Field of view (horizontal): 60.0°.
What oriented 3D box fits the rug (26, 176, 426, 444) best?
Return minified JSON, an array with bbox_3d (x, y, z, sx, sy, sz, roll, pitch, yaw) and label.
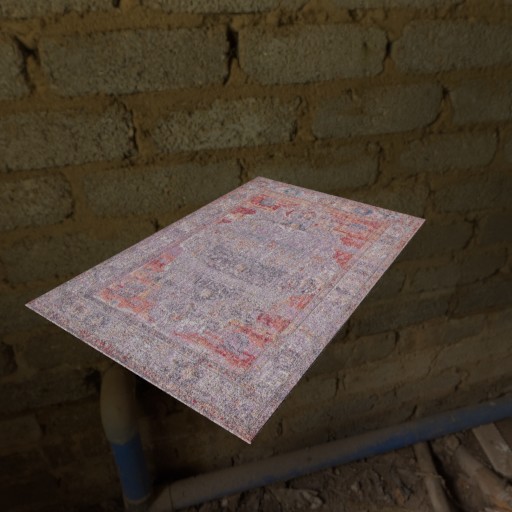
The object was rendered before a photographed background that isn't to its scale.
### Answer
[{"bbox_3d":[0.000,0.000,2.304,1.219,0.005,1.829,20,37,29],"label":"rug"}]
